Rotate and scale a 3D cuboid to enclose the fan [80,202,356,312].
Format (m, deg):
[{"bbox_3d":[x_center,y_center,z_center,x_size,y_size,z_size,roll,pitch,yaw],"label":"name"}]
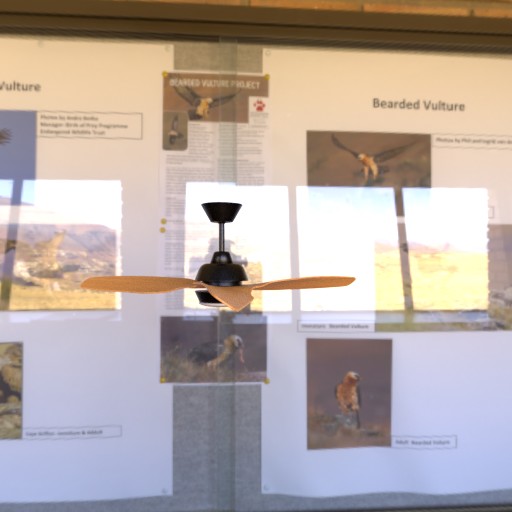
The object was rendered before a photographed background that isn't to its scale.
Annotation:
[{"bbox_3d":[0.000,0.000,1.637,1.010,0.355,1.142,1,-1,-36],"label":"fan"}]
